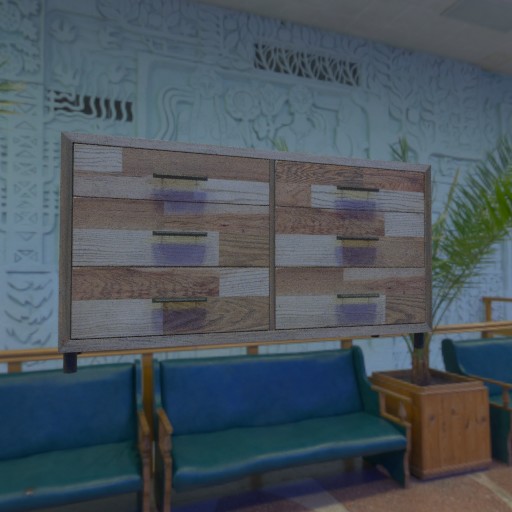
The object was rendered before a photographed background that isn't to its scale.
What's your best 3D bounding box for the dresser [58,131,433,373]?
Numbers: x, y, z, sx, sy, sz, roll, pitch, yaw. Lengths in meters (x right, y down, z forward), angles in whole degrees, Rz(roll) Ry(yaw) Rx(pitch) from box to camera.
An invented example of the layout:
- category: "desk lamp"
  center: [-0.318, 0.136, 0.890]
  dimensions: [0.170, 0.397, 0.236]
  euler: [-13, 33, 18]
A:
- category: "dresser"
  center: [0.000, 0.000, 1.942]
  dimensions: [1.547, 0.834, 0.487]
  euler: [1, -2, -19]
